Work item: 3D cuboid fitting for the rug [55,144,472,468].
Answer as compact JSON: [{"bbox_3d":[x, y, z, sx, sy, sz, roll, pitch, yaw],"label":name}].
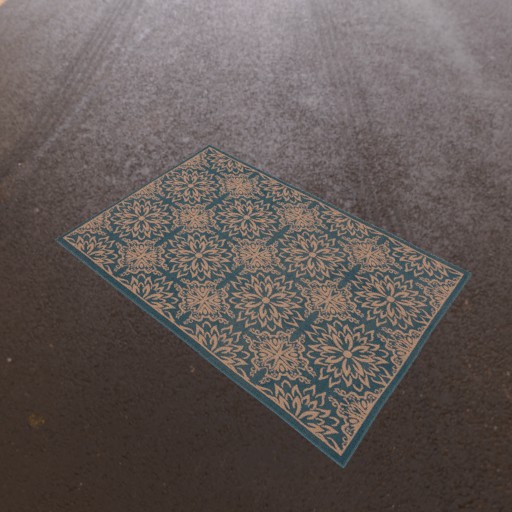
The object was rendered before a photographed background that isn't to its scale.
[{"bbox_3d":[0.000,0.000,2.320,1.833,0.012,1.211,31,54,26],"label":"rug"}]
